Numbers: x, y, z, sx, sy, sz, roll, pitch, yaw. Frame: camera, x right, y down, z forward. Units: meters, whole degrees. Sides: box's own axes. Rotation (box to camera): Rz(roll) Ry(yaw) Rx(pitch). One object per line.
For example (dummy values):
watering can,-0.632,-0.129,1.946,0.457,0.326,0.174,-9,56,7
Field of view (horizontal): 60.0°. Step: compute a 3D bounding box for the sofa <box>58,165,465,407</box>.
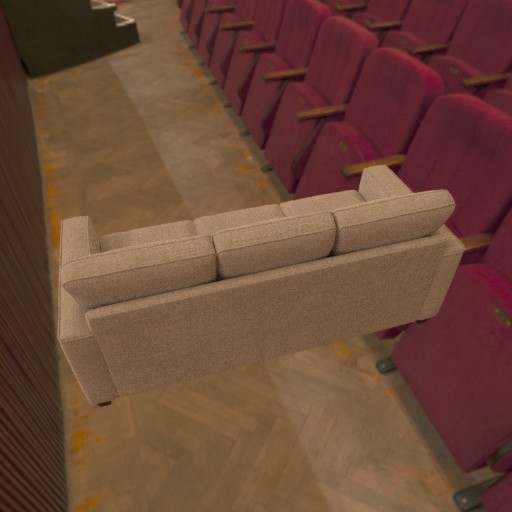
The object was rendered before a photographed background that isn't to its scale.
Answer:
sofa,0.000,0.000,2.615,2.133,0.965,0.939,-12,44,-12
